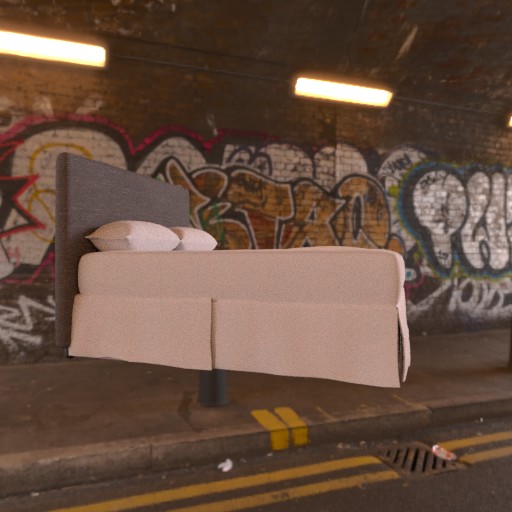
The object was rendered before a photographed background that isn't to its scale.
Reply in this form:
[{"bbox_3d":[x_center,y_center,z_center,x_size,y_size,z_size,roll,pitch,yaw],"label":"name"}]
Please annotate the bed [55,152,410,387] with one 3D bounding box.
[{"bbox_3d":[0.000,0.000,3.261,2.142,1.330,1.723,0,0,19],"label":"bed"}]
